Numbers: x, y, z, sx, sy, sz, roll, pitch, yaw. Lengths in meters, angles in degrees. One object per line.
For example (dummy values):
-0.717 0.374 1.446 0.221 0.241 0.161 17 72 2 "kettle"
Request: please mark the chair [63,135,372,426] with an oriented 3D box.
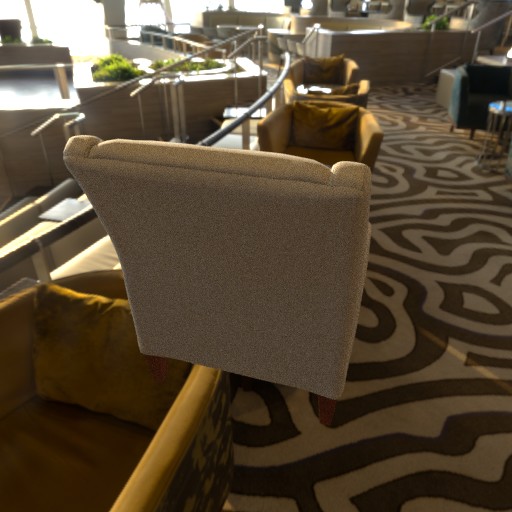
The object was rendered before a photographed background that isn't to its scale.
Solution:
0.000 0.000 1.595 0.774 1.014 0.870 9 32 15 "chair"
